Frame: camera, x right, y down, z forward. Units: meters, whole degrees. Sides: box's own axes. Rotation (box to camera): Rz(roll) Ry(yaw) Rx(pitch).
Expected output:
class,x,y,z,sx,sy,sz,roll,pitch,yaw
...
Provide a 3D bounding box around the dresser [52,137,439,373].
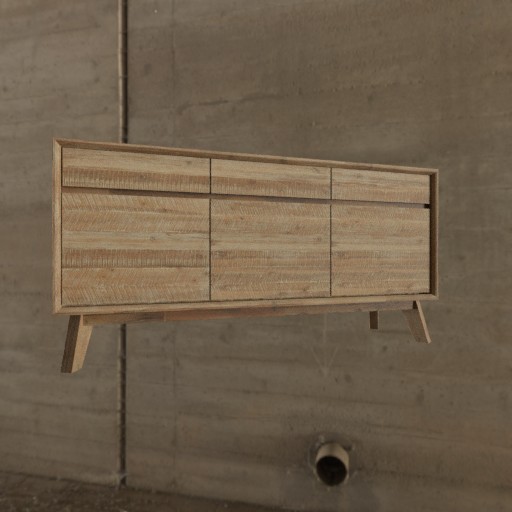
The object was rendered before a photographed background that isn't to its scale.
class,x,y,z,sx,sy,sz,roll,pitch,yaw
dresser,0.000,0.000,1.957,1.602,0.788,0.455,0,0,-20
